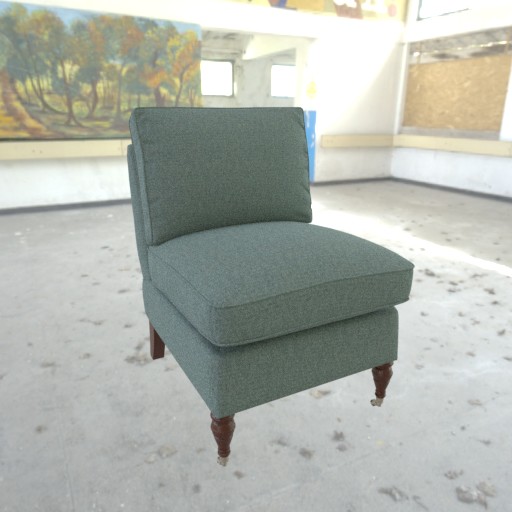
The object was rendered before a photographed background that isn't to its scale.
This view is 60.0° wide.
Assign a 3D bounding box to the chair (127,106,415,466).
[{"bbox_3d":[0.000,0.000,1.406,0.624,0.901,0.796,-9,20,-26],"label":"chair"}]
